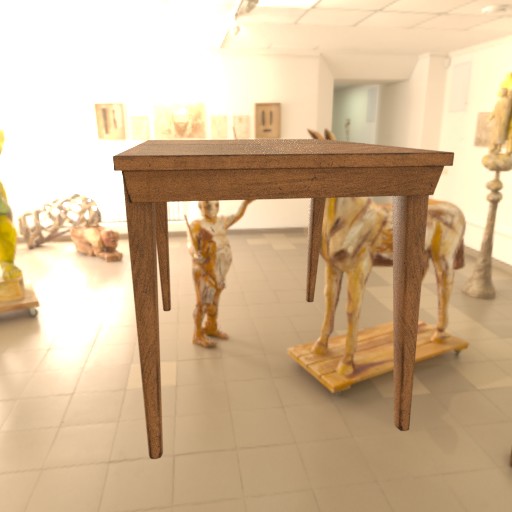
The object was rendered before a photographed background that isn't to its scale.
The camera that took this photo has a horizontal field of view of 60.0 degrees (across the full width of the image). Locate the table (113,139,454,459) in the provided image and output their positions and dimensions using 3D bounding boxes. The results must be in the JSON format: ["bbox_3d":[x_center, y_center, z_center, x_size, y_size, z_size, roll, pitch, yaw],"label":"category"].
[{"bbox_3d":[0.000,0.000,1.553,0.757,0.760,1.027,-3,17,-9],"label":"table"}]
